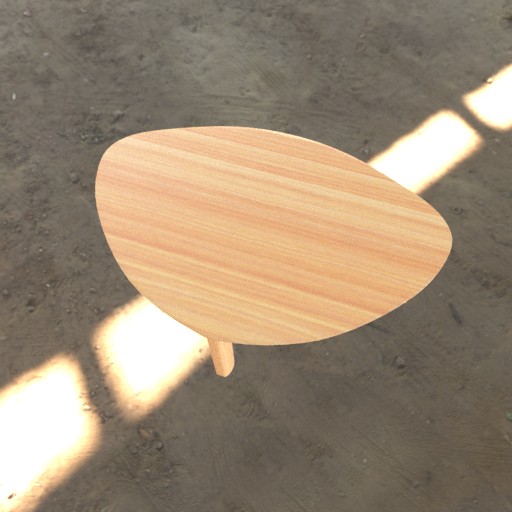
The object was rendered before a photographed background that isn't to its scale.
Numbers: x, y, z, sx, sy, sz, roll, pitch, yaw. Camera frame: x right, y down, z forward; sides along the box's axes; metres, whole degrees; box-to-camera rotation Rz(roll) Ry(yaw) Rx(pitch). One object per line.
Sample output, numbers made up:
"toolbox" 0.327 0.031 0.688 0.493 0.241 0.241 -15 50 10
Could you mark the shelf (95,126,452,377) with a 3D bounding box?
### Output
"shelf" 0.000 0.000 1.653 1.246 0.440 0.845 16 61 9
